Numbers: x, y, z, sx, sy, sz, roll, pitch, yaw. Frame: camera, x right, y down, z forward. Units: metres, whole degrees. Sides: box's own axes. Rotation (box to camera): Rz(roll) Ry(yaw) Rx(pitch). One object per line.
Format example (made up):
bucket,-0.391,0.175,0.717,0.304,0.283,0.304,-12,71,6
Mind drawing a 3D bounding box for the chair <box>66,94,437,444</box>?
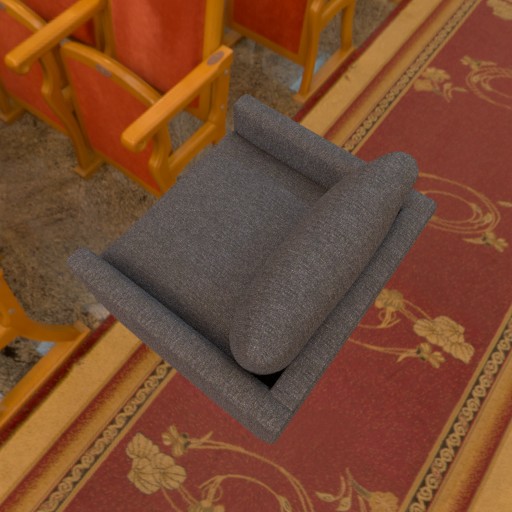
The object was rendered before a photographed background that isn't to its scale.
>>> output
chair,0.000,0.000,1.628,0.866,0.861,0.963,35,68,16
